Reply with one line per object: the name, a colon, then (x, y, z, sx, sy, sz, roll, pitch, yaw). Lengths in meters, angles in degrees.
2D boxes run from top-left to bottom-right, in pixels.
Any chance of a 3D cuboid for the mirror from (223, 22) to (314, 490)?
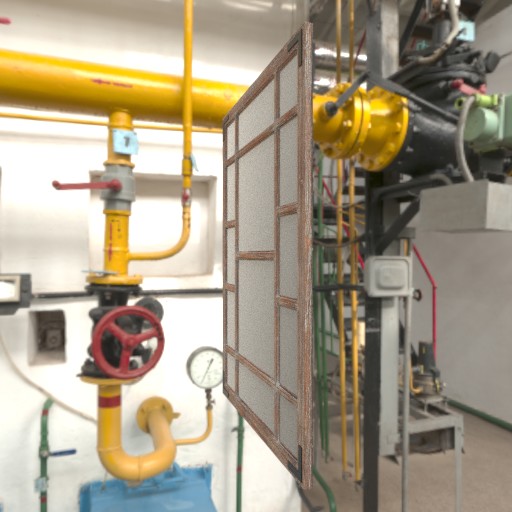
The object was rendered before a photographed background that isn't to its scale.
mirror: (0.000, 0.000, 1.277, 0.025, 0.996, 0.705, 0, 0, -19)
